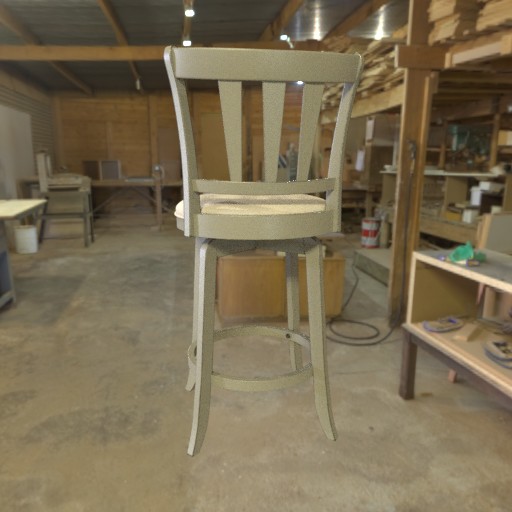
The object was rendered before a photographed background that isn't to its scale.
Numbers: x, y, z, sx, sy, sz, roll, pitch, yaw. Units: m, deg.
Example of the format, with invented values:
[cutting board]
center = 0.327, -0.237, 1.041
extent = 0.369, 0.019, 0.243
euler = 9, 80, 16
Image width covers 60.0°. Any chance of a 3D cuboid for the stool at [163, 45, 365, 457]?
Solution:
[stool]
center = 0.000, 0.000, 1.228
extent = 0.450, 0.994, 0.486
euler = -2, 13, -10
